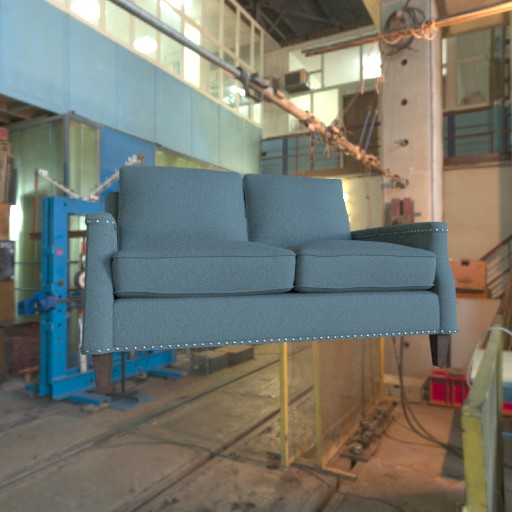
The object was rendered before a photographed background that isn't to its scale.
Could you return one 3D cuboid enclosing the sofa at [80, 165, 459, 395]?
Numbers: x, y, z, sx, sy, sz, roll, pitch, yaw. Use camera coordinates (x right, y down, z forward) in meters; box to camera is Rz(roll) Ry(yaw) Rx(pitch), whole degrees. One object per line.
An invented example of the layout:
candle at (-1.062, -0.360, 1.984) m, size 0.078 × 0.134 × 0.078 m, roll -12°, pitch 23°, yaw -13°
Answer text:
sofa at (0.000, 0.000, 2.263) m, size 1.597 × 1.003 × 1.084 m, roll 0°, pitch -1°, yaw -17°
